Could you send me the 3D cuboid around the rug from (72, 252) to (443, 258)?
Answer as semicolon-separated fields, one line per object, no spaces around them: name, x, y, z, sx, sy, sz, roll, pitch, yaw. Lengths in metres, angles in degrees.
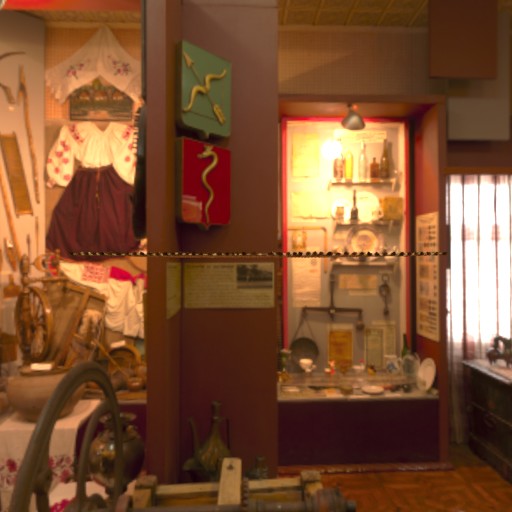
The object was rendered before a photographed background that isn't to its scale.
rug;0.000;0.000;2.960;1.530;0.025;2.431;0;0;0
